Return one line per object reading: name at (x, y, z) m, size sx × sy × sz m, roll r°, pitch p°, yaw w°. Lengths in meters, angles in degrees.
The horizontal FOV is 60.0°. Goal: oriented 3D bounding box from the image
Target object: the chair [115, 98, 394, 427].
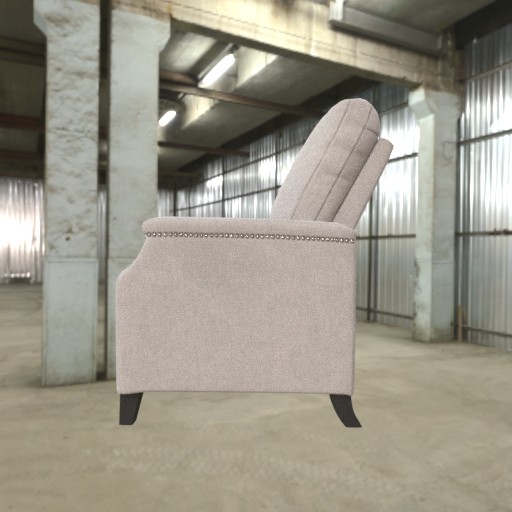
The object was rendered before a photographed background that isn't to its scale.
chair at (0.000, 0.000, 1.704) m, size 0.922 × 1.049 × 0.710 m, roll 0°, pitch 0°, yaw 2°
